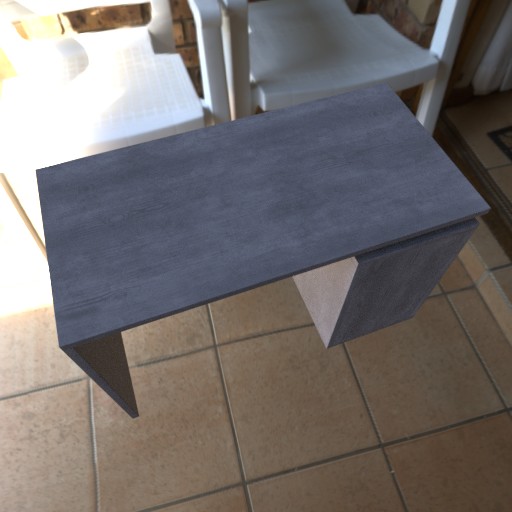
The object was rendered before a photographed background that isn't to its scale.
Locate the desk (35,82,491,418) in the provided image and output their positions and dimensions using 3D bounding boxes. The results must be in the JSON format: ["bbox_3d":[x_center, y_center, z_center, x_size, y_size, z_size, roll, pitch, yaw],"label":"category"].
[{"bbox_3d":[0.000,0.000,1.608,1.200,0.740,0.600,-17,59,-11],"label":"desk"}]
